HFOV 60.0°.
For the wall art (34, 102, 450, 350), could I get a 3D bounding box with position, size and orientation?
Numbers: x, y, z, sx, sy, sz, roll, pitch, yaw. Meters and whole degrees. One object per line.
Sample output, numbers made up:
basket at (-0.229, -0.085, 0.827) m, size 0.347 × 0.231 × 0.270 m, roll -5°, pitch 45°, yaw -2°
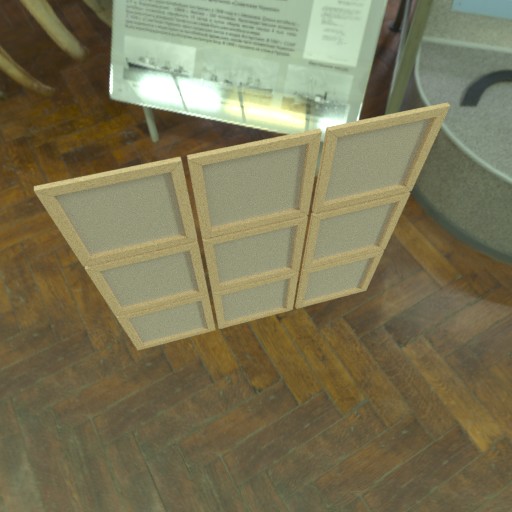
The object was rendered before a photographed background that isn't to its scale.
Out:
wall art at (0.000, 0.000, 1.767) m, size 1.217 × 1.207 × 0.016 m, roll -14°, pitch 59°, yaw -8°
